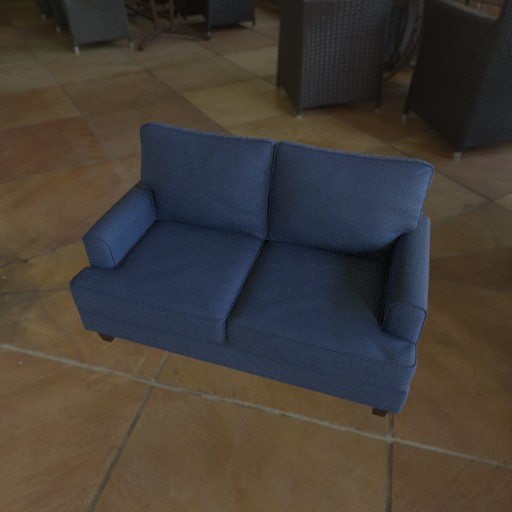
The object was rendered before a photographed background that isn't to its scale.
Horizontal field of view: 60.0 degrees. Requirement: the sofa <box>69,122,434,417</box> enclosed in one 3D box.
[{"bbox_3d":[0.000,0.000,2.250,1.651,0.965,0.965,12,41,14],"label":"sofa"}]
